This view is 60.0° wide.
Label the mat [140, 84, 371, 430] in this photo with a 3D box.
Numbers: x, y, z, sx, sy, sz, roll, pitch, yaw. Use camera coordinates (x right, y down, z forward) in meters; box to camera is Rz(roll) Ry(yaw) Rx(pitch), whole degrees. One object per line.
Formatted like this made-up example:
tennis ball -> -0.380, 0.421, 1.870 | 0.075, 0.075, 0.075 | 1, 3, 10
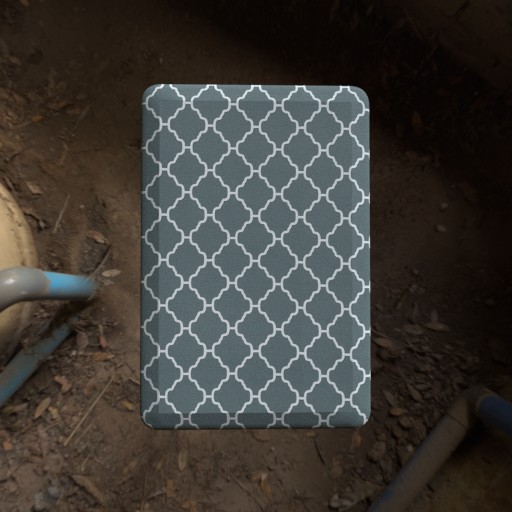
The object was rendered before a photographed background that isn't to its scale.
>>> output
mat -> 0.000, 0.000, 0.975 | 0.508, 0.021, 0.762 | 0, 89, -1
